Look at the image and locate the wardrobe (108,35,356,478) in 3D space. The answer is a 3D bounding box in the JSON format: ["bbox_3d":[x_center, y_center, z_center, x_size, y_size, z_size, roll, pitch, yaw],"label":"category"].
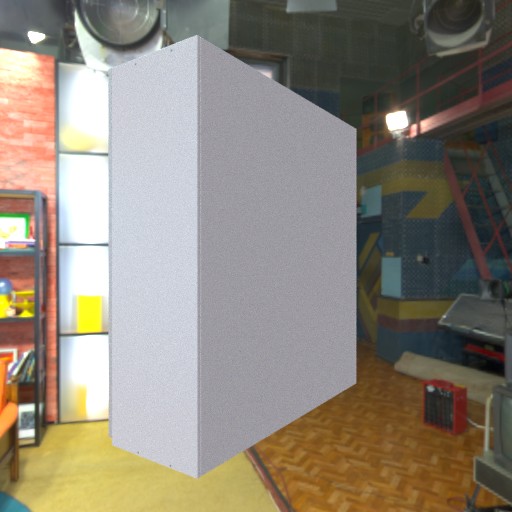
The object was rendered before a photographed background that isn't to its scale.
[{"bbox_3d":[0.000,0.000,2.858,0.629,1.960,1.780,0,0,35],"label":"wardrobe"}]
